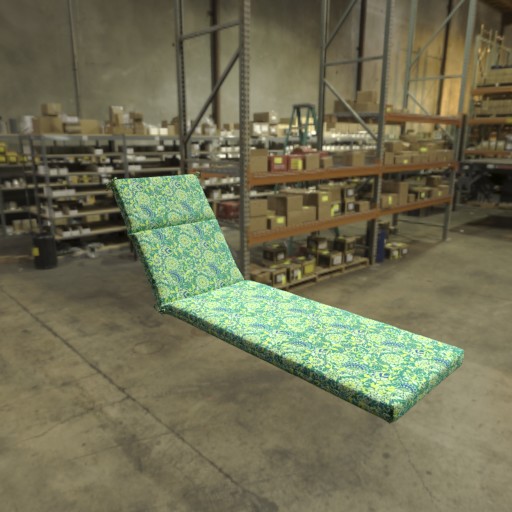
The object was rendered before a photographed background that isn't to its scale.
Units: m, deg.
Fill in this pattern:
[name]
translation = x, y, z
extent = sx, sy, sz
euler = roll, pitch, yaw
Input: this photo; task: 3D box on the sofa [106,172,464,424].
[sofa]
translation = 0.000, 0.000, 1.944
extent = 0.582, 0.622, 1.663
euler = -14, 21, -42
